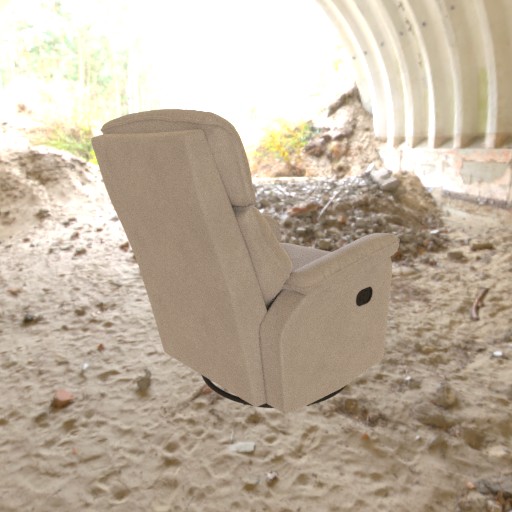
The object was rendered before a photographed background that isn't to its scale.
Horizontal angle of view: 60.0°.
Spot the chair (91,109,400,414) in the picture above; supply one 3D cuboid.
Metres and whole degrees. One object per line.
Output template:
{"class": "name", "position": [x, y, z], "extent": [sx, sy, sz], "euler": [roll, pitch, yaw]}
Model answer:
{"class": "chair", "position": [0.000, 0.000, 1.725], "extent": [1.001, 1.039, 0.820], "euler": [-13, 19, -42]}
